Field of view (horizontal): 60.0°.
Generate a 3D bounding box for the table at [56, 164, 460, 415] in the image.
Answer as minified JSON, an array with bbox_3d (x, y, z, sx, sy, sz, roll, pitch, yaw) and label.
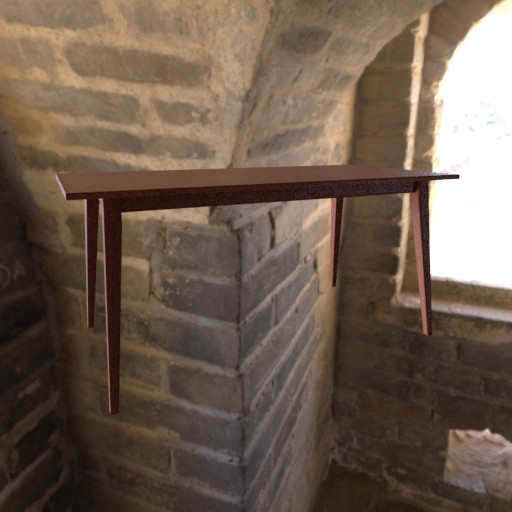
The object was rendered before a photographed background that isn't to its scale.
[{"bbox_3d":[0.000,0.000,2.069,1.609,0.755,0.811,-7,16,-24],"label":"table"}]
